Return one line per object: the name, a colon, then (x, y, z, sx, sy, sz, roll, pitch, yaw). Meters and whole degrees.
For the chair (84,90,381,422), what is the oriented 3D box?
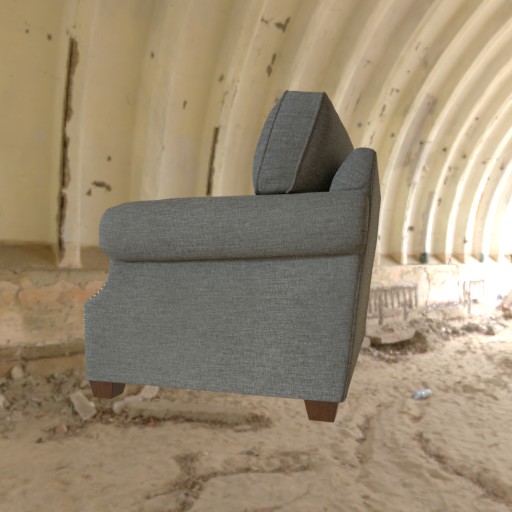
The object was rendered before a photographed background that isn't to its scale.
chair: (0.000, 0.000, 1.797, 0.965, 0.961, 1.092, 0, 0, 17)
